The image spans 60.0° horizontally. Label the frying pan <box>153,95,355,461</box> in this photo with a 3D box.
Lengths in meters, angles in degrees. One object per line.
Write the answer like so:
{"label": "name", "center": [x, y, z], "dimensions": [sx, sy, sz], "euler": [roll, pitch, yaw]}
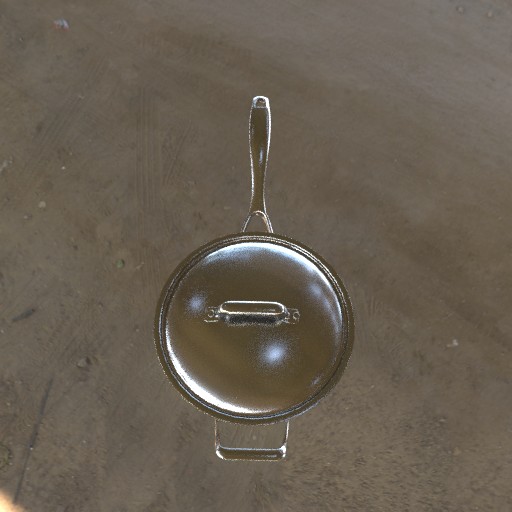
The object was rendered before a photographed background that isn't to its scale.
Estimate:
{"label": "frying pan", "center": [0.000, 0.000, 0.669], "dimensions": [0.280, 0.114, 0.561], "euler": [1, 64, 1]}
